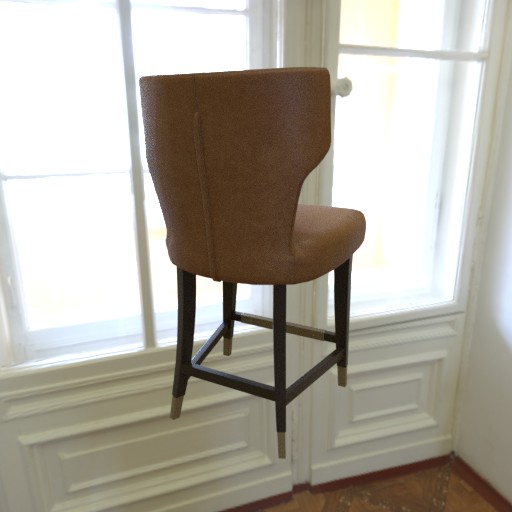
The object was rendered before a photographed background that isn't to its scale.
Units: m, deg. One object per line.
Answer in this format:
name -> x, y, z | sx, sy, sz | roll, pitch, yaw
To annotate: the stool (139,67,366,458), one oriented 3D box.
stool -> 0.000, 0.000, 1.309 | 0.526, 0.982, 0.563 | 8, 19, 26
